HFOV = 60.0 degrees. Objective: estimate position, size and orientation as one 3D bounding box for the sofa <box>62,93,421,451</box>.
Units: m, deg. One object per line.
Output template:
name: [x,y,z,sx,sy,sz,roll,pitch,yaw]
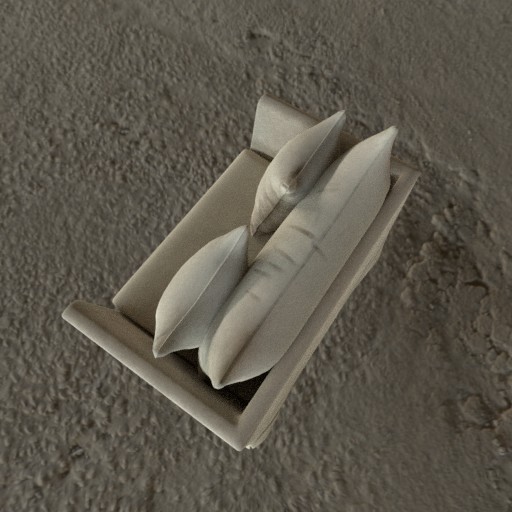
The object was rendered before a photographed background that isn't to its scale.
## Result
sofa: [0.000,0.000,2.282,1.035,1.040,1.608,32,68,15]
